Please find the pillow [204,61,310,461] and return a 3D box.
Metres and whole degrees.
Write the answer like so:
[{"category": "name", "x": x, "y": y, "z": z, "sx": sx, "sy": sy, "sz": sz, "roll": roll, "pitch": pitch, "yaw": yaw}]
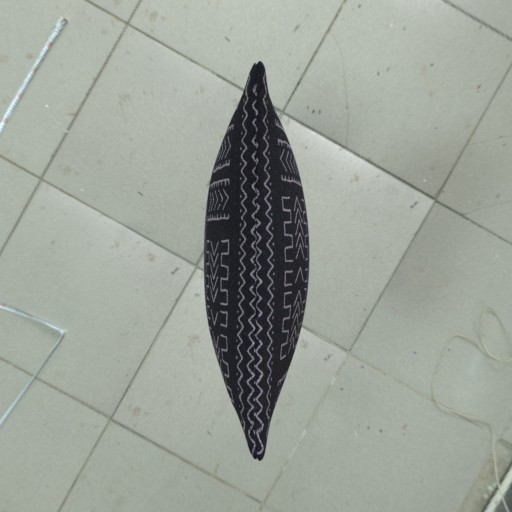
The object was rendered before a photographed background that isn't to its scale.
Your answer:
[{"category": "pillow", "x": 0.000, "y": 0.000, "z": 0.683, "sx": 0.164, "sy": 0.430, "sz": 0.438, "roll": 0, "pitch": 91, "yaw": 0}]
